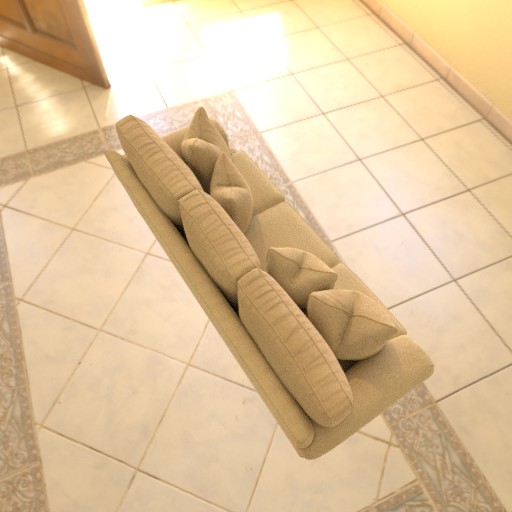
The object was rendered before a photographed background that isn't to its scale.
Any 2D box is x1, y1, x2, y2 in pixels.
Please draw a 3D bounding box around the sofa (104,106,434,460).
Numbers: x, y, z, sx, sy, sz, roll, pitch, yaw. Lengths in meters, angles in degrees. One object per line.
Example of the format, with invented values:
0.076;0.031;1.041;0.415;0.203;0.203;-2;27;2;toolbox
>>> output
0.000;0.000;2.781;0.965;0.975;2.312;-29;62;-17;sofa
